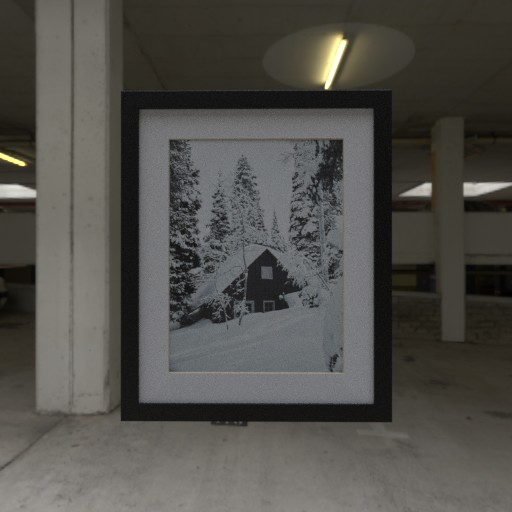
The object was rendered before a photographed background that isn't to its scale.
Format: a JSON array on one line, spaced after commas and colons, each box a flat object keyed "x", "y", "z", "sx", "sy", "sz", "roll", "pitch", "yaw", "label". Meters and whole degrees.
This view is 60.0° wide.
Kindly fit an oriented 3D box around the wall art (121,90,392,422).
[{"x": 0.000, "y": 0.000, "z": 0.540, "sx": 0.325, "sy": 0.397, "sz": 0.018, "roll": 0, "pitch": 0, "yaw": 1, "label": "wall art"}]
